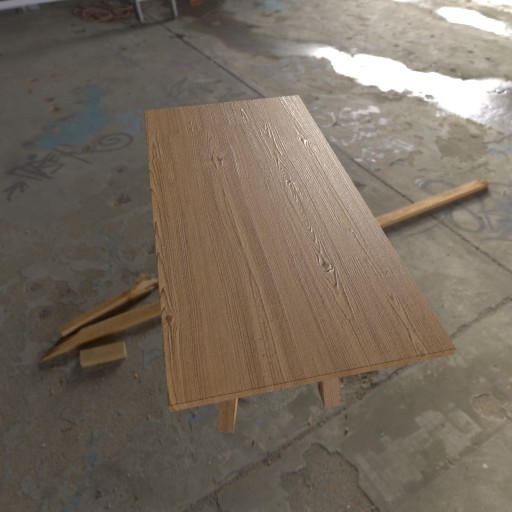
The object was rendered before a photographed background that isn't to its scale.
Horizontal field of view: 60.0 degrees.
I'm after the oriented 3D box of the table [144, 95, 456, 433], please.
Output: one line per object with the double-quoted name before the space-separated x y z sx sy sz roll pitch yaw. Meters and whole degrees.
"table" 0.000 0.000 2.210 0.901 0.750 1.797 -9 46 -9
